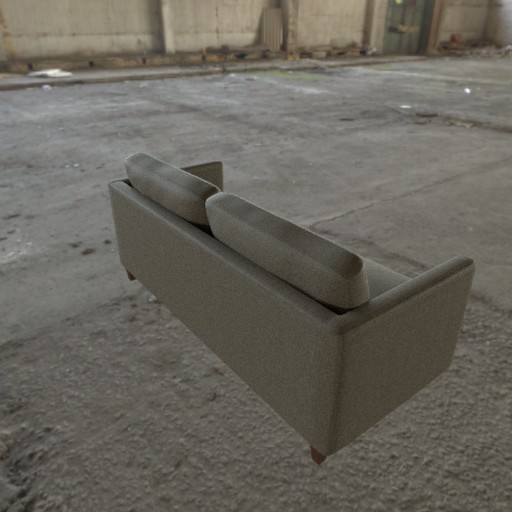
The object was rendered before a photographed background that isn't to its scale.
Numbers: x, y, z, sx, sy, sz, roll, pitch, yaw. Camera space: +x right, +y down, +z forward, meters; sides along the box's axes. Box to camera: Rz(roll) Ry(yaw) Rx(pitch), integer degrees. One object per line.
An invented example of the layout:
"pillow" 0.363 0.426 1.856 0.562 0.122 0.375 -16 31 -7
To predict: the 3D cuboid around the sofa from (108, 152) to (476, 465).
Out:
"sofa" 0.000 0.000 2.674 0.956 0.960 2.208 -19 33 -33
